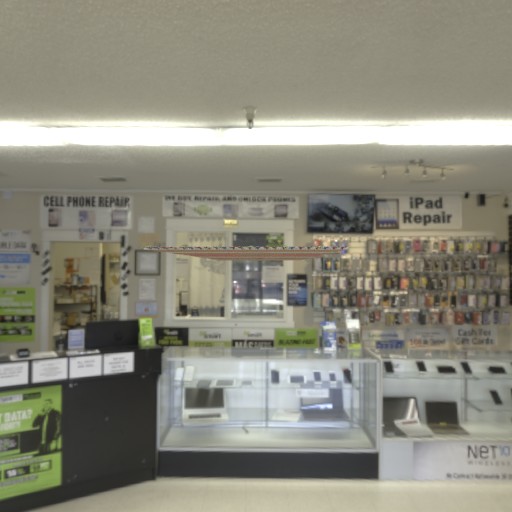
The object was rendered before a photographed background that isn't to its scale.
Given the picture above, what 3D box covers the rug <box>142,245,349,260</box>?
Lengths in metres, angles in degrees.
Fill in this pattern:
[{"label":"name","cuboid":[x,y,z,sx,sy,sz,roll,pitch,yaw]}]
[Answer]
[{"label":"rug","cuboid":[0.000,0.000,2.647,0.695,0.017,2.455,0,-2,2]}]
